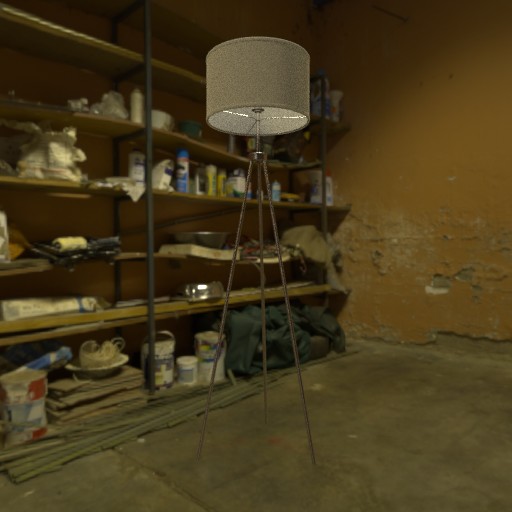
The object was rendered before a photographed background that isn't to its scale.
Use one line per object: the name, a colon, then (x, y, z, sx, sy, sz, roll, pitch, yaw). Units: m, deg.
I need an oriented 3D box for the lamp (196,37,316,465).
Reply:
lamp: (0.000, 0.000, 1.793, 0.448, 1.545, 0.458, 0, 1, 1)
